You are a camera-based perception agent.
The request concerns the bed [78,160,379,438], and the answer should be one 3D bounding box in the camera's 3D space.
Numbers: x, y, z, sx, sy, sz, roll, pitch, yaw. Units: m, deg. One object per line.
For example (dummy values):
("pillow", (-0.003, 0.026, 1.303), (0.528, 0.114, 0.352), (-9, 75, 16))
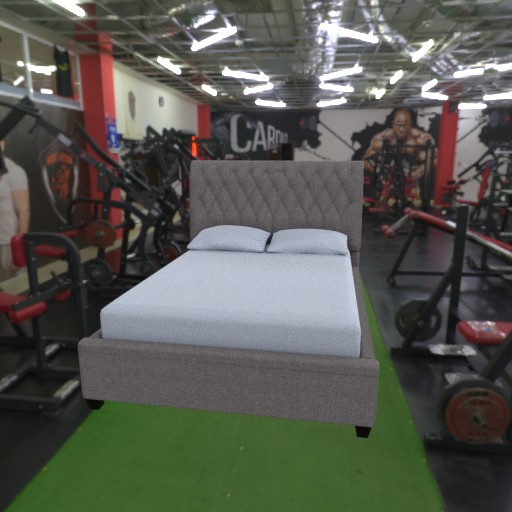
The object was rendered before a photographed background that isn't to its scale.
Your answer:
("bed", (0.000, 0.000, 3.340), (1.645, 1.371, 2.252), (2, 13, 10))
